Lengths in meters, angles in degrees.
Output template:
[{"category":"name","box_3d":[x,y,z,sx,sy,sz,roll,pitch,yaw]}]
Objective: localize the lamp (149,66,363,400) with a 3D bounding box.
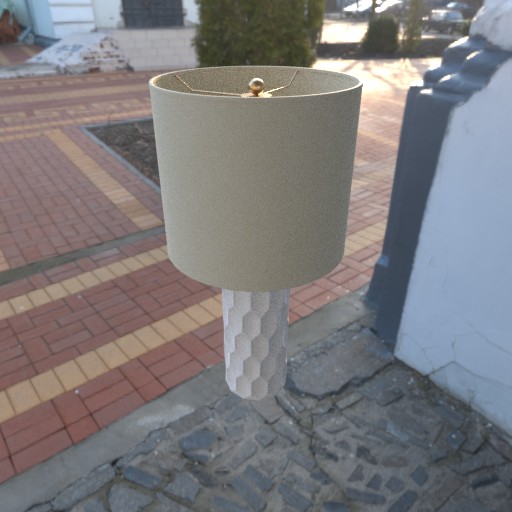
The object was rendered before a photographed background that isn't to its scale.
[{"category":"lamp","box_3d":[0.000,0.000,0.715,0.277,0.537,0.277,-12,32,-19]}]
